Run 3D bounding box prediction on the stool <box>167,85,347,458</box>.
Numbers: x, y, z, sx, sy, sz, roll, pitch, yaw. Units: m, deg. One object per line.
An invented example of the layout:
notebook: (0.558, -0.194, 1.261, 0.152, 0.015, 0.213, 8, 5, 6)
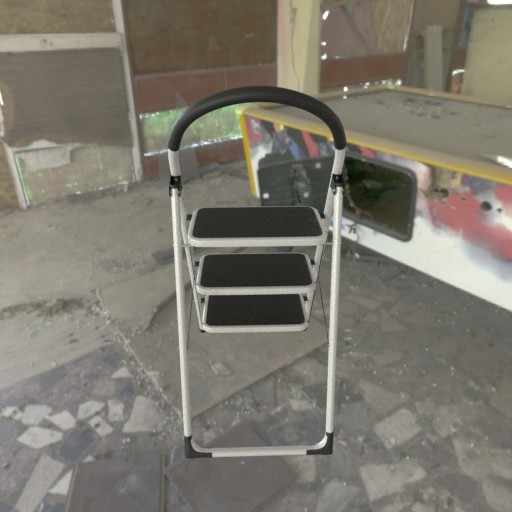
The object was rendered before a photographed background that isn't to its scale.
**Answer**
stool: (0.000, 0.000, 1.449, 0.485, 1.109, 0.676, -1, 29, -2)
